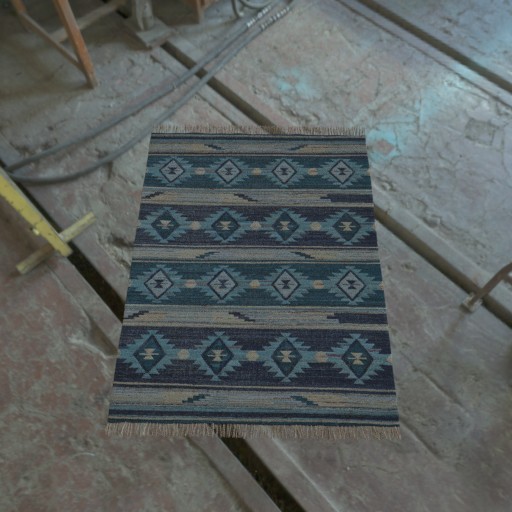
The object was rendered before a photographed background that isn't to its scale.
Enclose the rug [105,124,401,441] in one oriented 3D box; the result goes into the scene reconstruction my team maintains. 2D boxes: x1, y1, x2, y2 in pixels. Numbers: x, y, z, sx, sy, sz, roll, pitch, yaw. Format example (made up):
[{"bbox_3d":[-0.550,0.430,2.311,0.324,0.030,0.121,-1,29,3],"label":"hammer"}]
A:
[{"bbox_3d":[0.000,0.000,4.304,2.418,0.047,3.307,1,64,0],"label":"rug"}]
